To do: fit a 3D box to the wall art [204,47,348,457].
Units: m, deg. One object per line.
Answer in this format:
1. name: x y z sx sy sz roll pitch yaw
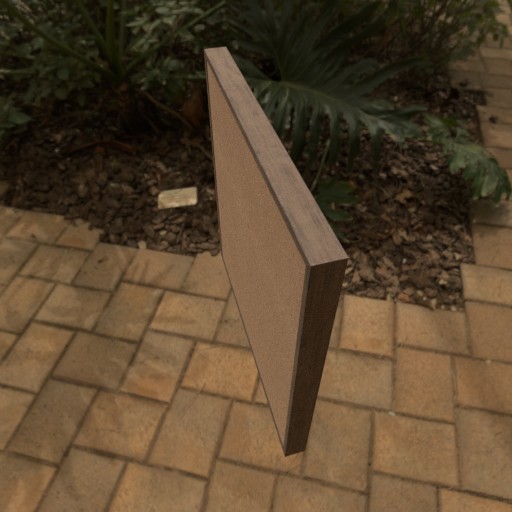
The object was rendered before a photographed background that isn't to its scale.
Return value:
1. wall art: 0.000 0.000 0.769 0.038 0.508 0.508 -12 48 -11
